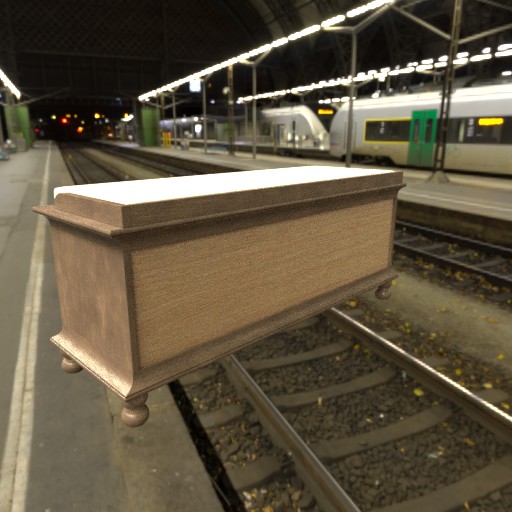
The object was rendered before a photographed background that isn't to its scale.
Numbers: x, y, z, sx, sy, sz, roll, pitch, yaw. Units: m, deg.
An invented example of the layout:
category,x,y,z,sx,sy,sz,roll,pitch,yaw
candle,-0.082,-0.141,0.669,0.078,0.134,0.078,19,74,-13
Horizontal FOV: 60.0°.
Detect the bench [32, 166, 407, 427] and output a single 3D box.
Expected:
category,x,y,z,sx,sy,sz,roll,pitch,yaw
bench,0.000,0.000,1.429,0.402,0.501,1.185,15,21,43
